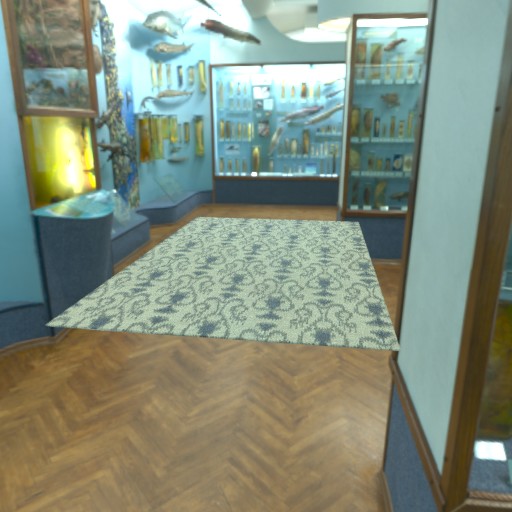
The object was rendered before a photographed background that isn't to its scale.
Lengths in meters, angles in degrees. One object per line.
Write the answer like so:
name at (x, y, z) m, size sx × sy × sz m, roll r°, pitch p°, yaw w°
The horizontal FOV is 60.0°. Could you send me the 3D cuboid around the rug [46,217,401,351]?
rug at (0.000, 0.000, 2.038) m, size 1.035 × 0.006 × 1.652 m, roll 2°, pitch 17°, yaw 8°
